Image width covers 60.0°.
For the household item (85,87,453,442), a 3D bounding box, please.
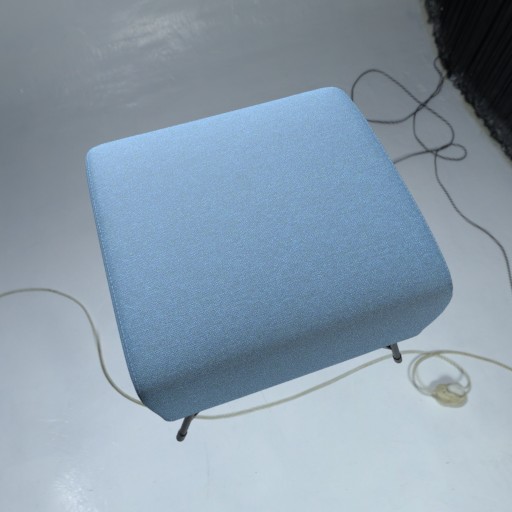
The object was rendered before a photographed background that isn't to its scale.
[{"bbox_3d":[0.000,0.000,0.893,0.530,0.420,0.530,-17,65,-8],"label":"household item"}]
